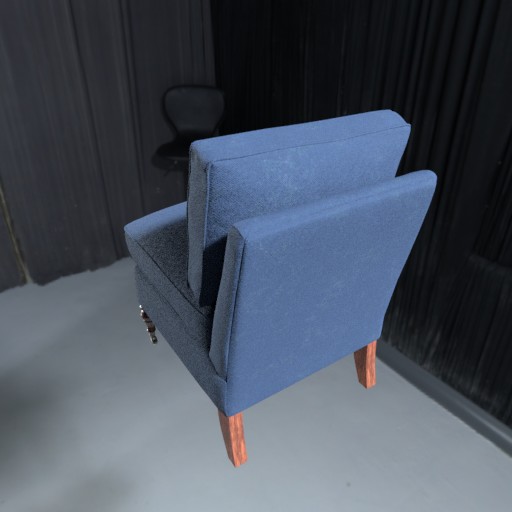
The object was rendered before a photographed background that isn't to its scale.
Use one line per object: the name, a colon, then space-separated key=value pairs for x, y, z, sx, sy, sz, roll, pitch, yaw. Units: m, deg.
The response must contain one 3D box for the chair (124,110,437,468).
chair: x=0.000 y=0.000 z=1.632 sx=0.724 sy=1.052 sz=0.912 roll=-18 pitch=34 yaw=-29
